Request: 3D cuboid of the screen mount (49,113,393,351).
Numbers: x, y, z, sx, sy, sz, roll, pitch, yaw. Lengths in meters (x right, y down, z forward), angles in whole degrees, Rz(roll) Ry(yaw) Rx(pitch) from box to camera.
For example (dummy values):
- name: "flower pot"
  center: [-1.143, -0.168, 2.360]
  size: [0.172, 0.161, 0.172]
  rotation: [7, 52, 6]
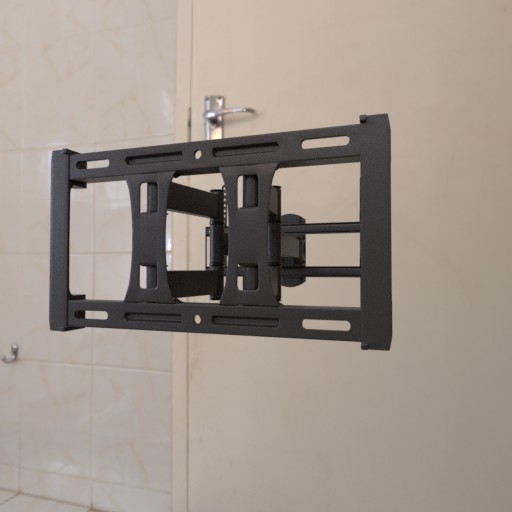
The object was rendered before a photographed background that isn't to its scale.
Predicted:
- name: "screen mount"
  center: [0.000, 0.000, 0.934]
  size: [0.571, 0.424, 0.556]
  rotation: [-1, -2, 20]
